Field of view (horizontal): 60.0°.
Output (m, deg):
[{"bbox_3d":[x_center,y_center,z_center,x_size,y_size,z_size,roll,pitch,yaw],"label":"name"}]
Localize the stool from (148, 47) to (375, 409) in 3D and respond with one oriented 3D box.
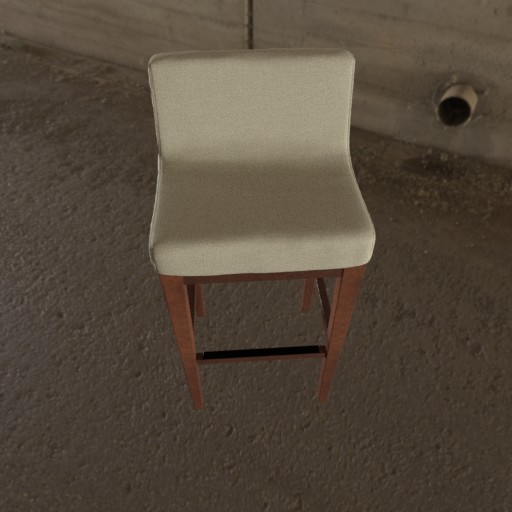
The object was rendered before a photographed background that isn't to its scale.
[{"bbox_3d":[0.000,0.000,1.322,0.511,1.037,0.500,-3,46,-3],"label":"stool"}]
